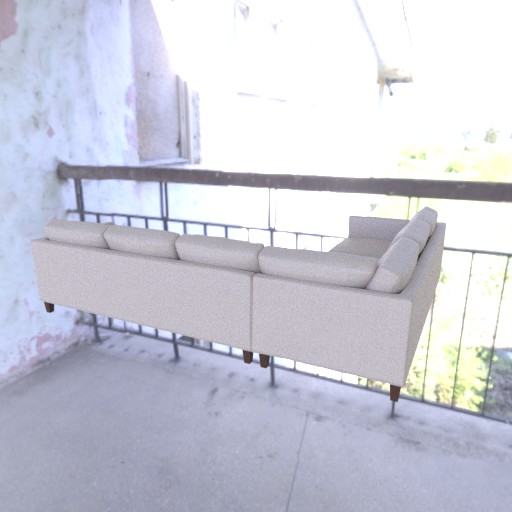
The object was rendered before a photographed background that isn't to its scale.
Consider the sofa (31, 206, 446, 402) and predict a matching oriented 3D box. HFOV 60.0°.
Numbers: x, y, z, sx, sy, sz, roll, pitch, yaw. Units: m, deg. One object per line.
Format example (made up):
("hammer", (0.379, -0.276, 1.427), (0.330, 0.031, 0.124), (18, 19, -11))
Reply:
("sofa", (0.000, 0.000, 4.262), (3.182, 0.863, 2.432), (8, 18, 25))
